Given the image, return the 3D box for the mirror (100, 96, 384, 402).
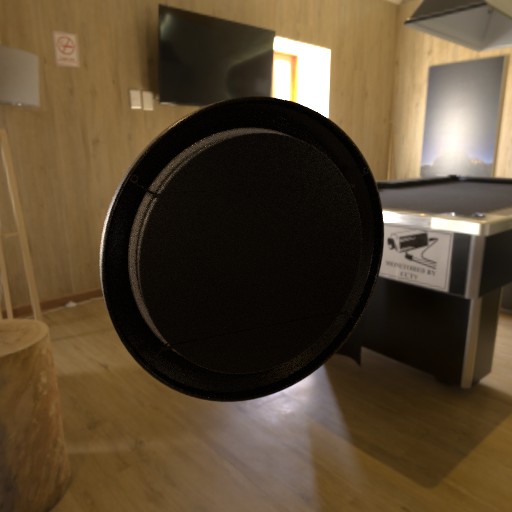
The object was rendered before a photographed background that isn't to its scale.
[{"bbox_3d":[0.000,0.000,1.346,0.907,0.907,0.111,-7,16,-25],"label":"mirror"}]
